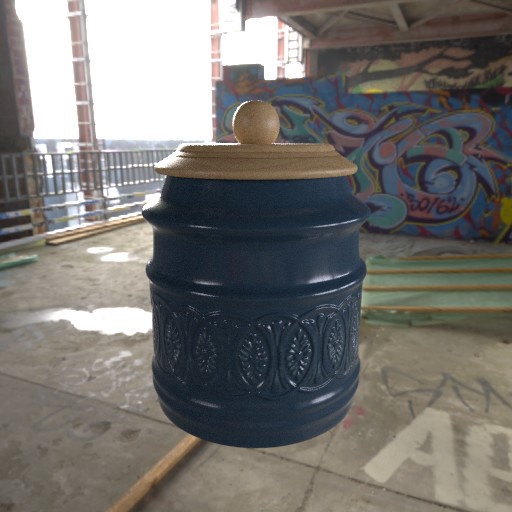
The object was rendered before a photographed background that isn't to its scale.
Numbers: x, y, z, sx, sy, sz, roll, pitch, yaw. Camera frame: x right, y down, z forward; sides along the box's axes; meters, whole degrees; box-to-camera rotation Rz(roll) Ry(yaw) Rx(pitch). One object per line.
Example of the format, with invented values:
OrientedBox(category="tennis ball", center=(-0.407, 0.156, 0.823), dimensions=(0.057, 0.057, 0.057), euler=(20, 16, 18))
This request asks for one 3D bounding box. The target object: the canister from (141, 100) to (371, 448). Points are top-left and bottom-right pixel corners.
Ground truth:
OrientedBox(category="canister", center=(0.000, 0.000, 0.266), dimensions=(0.130, 0.176, 0.130), euler=(0, 15, 0))
